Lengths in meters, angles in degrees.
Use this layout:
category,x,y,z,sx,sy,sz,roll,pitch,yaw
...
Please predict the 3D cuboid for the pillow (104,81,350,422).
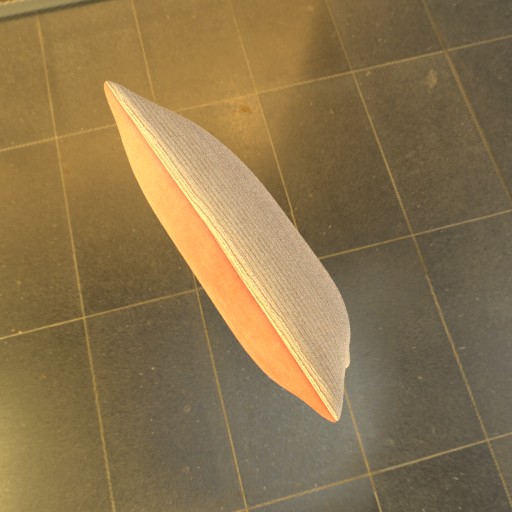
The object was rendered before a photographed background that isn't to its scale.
category,x,y,z,sx,sy,sz,roll,pitch,yaw
pillow,0.000,0.000,0.637,0.177,0.401,0.424,-33,77,-8
